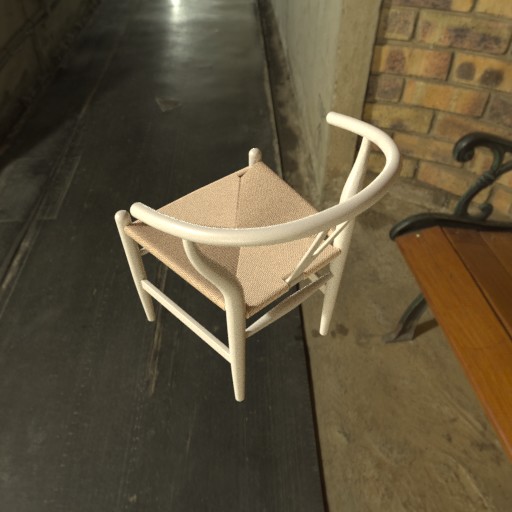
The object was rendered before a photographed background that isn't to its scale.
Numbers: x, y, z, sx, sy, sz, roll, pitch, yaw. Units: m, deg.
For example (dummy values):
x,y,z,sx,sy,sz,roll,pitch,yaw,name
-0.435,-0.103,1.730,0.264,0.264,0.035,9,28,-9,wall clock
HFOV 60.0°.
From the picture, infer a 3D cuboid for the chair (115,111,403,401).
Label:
x,y,z,sx,sy,sz,roll,pitch,yaw,name
0.000,0.000,1.159,0.569,0.730,0.579,-31,54,-26,chair
